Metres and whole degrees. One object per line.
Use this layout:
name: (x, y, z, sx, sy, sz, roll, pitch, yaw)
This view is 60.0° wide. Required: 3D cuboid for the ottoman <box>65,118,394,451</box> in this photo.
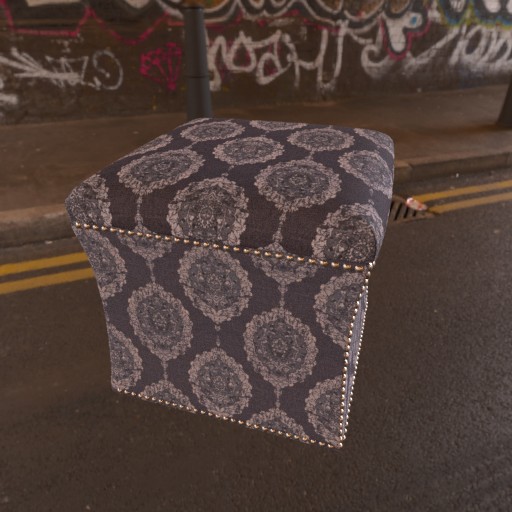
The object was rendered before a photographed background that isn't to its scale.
ottoman: (0.000, 0.000, 0.922, 0.497, 0.475, 0.507, 9, 31, 15)
